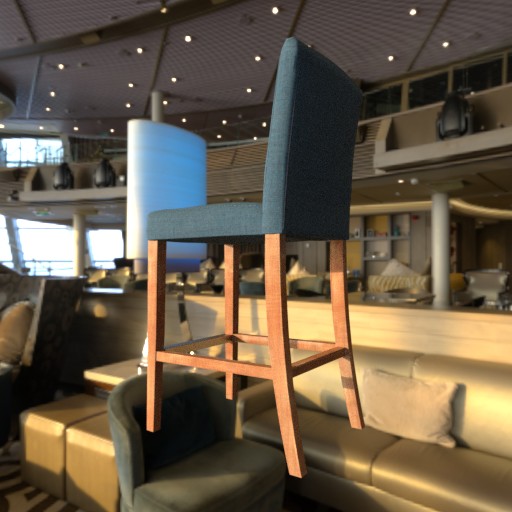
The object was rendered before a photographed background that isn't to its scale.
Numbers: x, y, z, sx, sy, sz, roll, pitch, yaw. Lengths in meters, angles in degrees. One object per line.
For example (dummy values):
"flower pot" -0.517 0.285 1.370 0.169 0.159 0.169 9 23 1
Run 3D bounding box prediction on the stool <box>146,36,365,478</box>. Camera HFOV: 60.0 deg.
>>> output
"stool" 0.000 0.000 1.405 0.574 1.088 0.454 -1 -1 35
